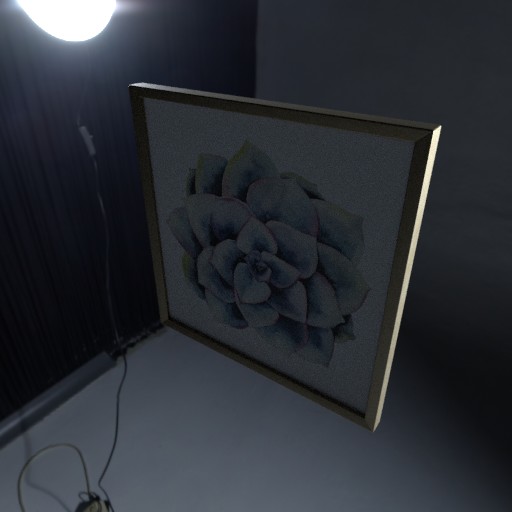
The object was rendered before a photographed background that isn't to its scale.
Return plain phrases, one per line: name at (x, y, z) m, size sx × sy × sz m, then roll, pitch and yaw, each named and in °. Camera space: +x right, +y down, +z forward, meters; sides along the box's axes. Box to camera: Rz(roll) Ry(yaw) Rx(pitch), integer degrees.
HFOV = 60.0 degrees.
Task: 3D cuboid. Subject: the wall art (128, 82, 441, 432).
wall art at (0.000, 0.000, 0.753) m, size 0.503 × 0.506 × 0.030 m, roll 20°, pitch 36°, yaw 30°
